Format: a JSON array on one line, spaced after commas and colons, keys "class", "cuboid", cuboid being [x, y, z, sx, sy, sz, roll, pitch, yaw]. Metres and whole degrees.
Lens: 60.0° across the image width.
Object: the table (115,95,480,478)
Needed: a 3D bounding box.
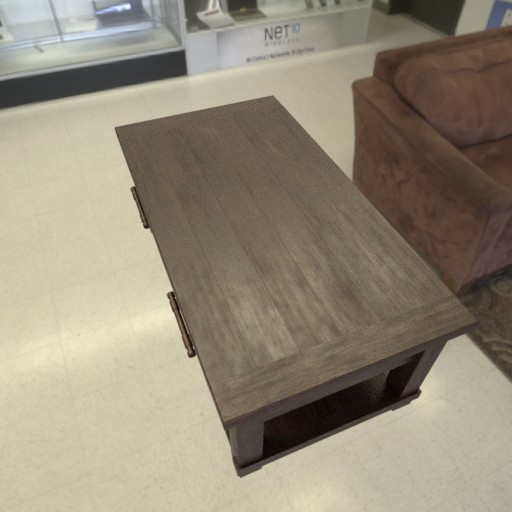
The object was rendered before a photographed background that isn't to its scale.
[{"class": "table", "cuboid": [0.000, 0.000, 1.593, 0.700, 0.494, 1.270, -17, 49, -15]}]
